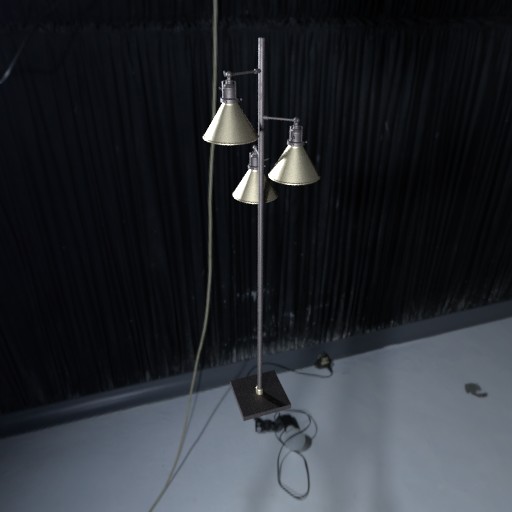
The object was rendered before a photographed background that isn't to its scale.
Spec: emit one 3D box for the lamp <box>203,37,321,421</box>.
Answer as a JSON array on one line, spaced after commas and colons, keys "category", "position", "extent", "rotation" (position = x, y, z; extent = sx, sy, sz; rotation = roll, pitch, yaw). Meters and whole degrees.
[{"category": "lamp", "position": [0.000, 0.000, 1.929], "extent": [0.428, 1.716, 0.415], "rotation": [-10, 32, -16]}]
